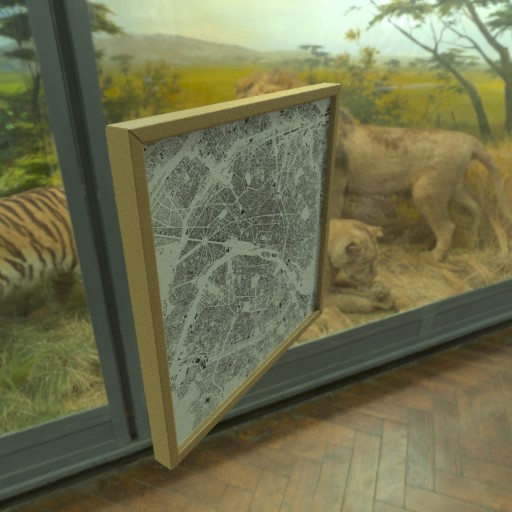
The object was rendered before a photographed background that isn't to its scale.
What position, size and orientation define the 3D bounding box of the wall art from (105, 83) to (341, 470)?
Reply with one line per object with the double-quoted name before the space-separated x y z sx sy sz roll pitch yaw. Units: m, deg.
"wall art" 0.000 0.000 0.755 0.036 0.509 0.509 17 32 30
